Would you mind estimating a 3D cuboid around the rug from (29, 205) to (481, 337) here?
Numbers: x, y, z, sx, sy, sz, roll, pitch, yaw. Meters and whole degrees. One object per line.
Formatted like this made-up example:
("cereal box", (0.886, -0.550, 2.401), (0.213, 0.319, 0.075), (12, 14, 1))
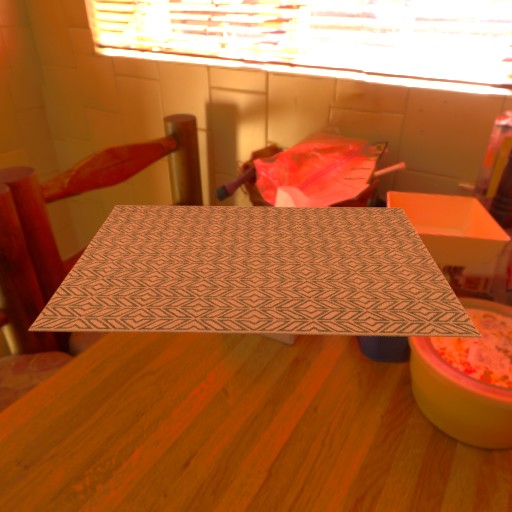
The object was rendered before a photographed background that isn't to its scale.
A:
("rug", (0.000, 0.000, 2.309), (1.828, 0.007, 1.220), (1, 31, 1))
